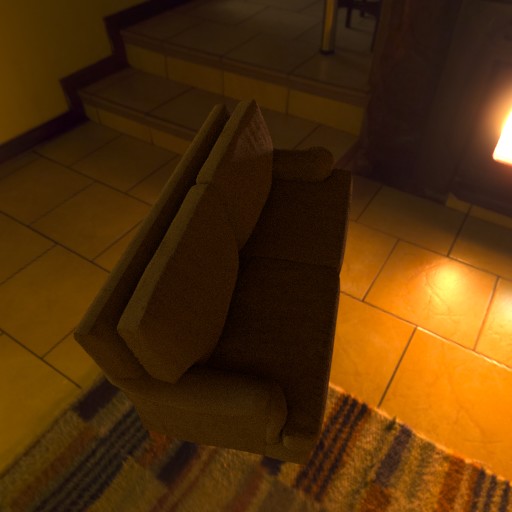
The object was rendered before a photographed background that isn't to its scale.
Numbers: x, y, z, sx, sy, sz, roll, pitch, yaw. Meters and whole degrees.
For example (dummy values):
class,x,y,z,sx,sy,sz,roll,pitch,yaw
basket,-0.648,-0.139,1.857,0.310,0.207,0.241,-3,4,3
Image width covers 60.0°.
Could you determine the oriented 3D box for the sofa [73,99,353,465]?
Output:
class,x,y,z,sx,sy,sz,roll,pitch,yaw
sofa,0.000,0.000,2.758,1.086,1.087,2.165,9,46,9
